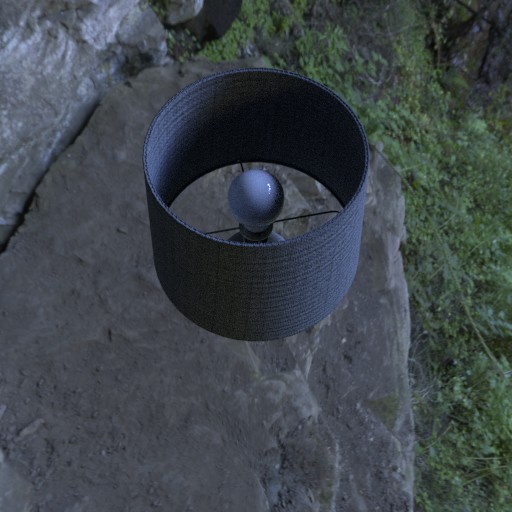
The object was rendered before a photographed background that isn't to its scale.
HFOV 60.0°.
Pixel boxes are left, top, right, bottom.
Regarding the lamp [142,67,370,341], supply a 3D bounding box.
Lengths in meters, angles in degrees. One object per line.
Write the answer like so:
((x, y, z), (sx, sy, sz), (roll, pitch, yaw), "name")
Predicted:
((0.000, 0.000, 0.580), (0.251, 0.429, 0.251), (0, 64, 0), "lamp")
